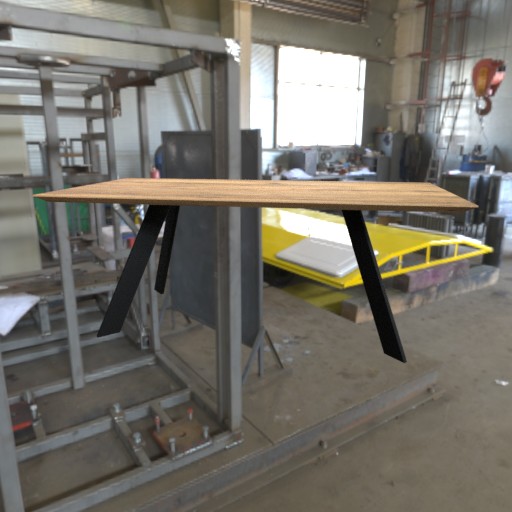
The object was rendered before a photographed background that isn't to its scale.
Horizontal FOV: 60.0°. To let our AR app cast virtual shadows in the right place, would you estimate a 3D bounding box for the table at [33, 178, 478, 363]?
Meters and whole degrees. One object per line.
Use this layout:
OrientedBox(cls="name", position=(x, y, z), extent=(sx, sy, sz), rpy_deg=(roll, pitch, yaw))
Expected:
OrientedBox(cls="table", position=(0.000, 0.000, 2.530), extent=(2.000, 0.770, 1.000), rpy_deg=(3, 15, 10))
